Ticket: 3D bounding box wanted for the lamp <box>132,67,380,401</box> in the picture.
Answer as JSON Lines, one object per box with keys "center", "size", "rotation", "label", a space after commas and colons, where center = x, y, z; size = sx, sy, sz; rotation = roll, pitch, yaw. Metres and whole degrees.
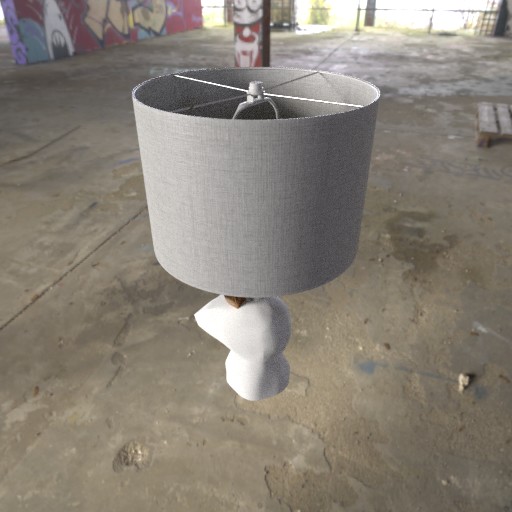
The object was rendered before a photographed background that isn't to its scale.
{"center": [0.000, 0.000, 0.678], "size": [0.298, 0.503, 0.298], "rotation": [23, 38, 31], "label": "lamp"}
